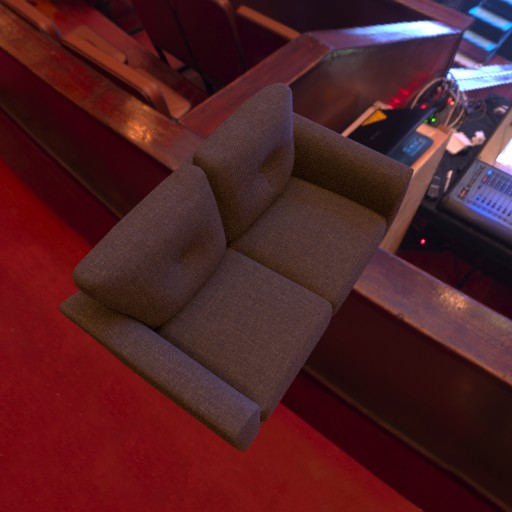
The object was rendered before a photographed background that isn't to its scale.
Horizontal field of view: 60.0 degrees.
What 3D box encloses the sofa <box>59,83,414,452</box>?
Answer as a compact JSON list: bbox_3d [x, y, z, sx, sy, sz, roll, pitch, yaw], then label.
[{"bbox_3d":[0.000,0.000,2.004,0.851,0.885,1.423,30,63,17],"label":"sofa"}]
